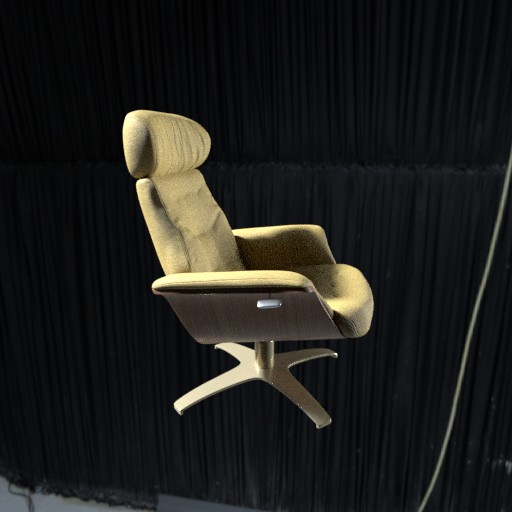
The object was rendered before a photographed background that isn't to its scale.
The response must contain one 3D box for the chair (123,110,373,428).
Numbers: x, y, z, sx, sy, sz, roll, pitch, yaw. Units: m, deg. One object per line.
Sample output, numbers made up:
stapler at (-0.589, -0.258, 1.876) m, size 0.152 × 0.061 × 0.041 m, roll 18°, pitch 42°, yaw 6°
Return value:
chair at (0.000, 0.000, 1.593) m, size 0.837 × 0.995 × 0.785 m, roll 3°, pitch 15°, yaw 11°
